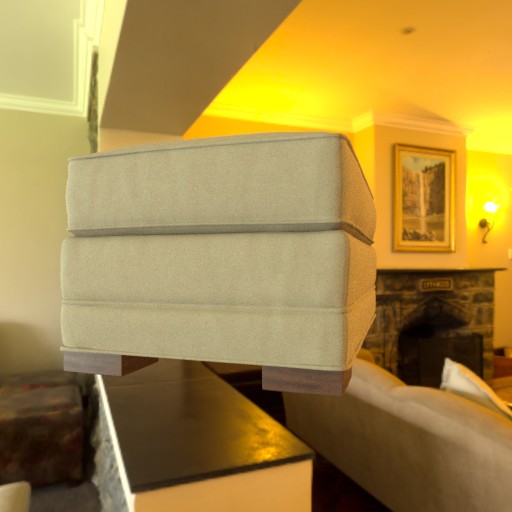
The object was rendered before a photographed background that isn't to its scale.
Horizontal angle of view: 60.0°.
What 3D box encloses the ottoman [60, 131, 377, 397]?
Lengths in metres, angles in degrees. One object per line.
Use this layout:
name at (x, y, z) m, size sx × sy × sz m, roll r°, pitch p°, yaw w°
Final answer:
ottoman at (0.000, 0.000, 1.207) m, size 0.611 × 0.482 × 0.848 m, roll 0°, pitch -1°, yaw 18°
